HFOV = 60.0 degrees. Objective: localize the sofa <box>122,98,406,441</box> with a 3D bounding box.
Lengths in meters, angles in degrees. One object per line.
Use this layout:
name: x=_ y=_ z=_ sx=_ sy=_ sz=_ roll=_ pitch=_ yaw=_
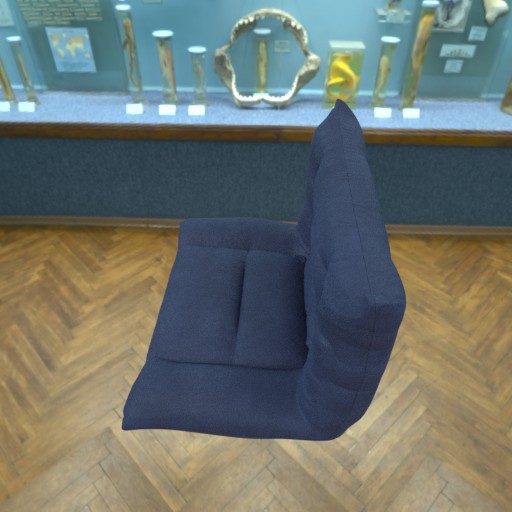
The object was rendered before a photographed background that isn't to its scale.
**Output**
sofa: x=0.000 y=0.000 z=1.668 sx=0.849 sy=0.778 sz=1.122 roll=2 pitch=42 yaw=2
